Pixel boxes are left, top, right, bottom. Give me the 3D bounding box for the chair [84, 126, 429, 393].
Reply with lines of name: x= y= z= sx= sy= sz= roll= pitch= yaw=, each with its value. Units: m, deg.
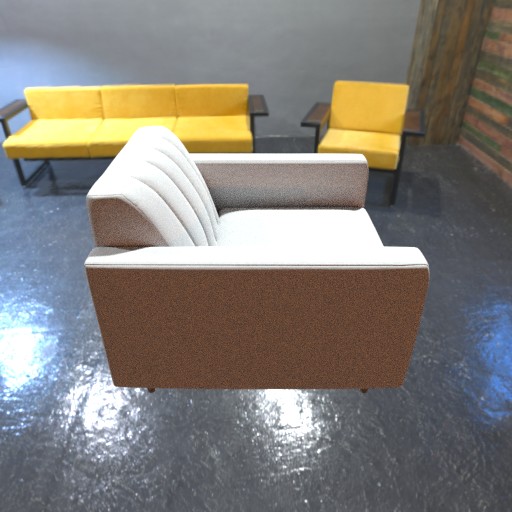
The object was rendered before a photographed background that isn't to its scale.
chair: x=0.000 y=0.000 z=1.710 sx=0.998 sy=0.819 sz=0.953 roll=0 pitch=32 yaw=0
